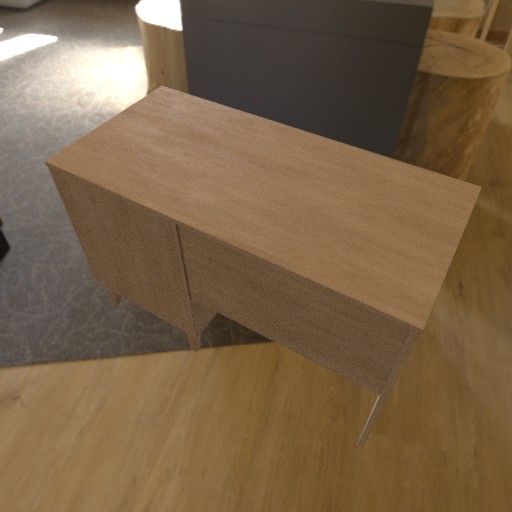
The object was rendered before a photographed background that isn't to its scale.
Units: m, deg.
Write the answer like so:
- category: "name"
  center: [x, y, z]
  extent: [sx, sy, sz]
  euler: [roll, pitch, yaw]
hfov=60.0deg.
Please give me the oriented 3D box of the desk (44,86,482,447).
- category: "desk"
  center: [0.000, 0.000, 1.683]
  extent: [1.251, 0.770, 0.600]
  euler: [24, 52, 20]
